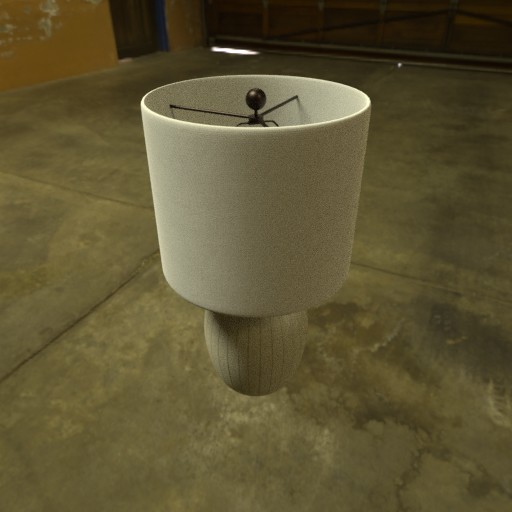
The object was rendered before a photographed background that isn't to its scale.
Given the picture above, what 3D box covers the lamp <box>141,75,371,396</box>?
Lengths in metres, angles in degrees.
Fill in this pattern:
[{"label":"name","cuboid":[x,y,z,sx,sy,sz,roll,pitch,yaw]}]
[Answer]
[{"label":"lamp","cuboid":[0.000,0.000,0.789,0.329,0.570,0.329,-10,34,-15]}]
